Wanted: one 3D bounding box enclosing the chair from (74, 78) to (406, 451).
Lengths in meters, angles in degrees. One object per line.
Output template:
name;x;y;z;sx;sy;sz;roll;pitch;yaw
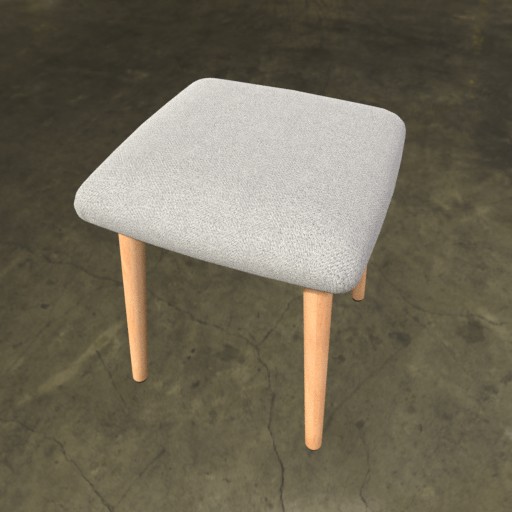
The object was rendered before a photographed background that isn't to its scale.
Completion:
chair;0.000;0.000;0.695;0.350;0.440;0.350;16;48;15
